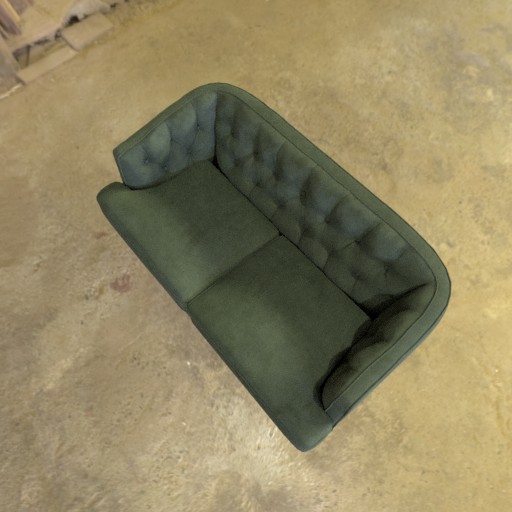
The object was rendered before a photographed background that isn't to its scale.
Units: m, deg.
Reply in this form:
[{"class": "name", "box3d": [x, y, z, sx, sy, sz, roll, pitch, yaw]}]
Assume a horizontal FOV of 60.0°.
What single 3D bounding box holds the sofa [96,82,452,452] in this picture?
[{"class": "sofa", "box3d": [0.000, 0.000, 2.311, 0.941, 0.855, 1.733, -37, 68, -18]}]
